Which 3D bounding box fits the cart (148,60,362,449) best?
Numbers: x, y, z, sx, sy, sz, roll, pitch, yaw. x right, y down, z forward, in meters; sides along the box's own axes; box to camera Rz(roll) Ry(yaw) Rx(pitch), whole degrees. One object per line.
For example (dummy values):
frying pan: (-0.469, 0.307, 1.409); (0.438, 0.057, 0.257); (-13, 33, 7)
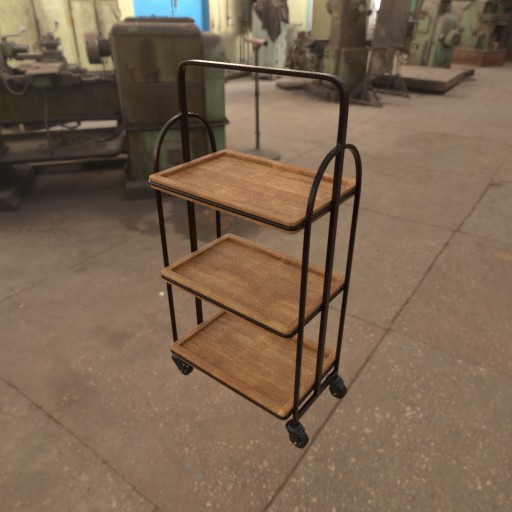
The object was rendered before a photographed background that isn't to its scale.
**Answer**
cart: (0.000, 0.000, 1.265); (0.553, 1.001, 0.327); (21, 36, 32)
